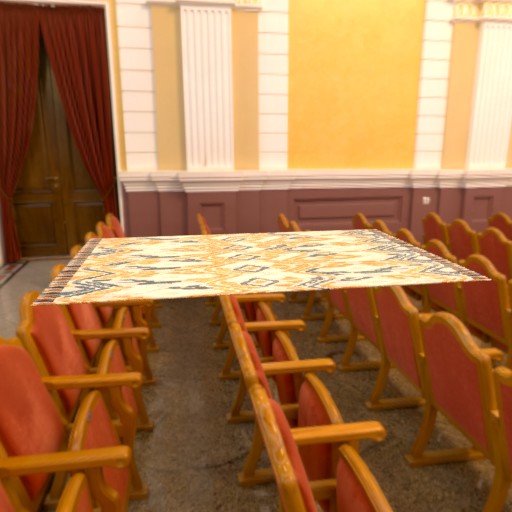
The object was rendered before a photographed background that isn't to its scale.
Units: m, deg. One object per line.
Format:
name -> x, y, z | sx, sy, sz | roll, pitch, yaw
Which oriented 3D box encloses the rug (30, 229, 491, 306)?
rug -> 0.000, 0.000, 3.013 | 2.428, 0.010, 1.533 | -2, 15, -9
